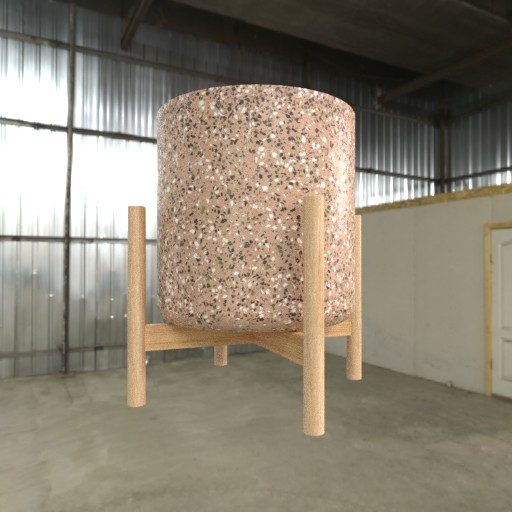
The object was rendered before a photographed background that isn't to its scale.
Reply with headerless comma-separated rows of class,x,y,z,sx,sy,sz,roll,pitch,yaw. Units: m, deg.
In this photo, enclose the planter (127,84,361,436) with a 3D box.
planter,0.000,0.000,0.694,0.360,0.419,0.360,0,0,0
